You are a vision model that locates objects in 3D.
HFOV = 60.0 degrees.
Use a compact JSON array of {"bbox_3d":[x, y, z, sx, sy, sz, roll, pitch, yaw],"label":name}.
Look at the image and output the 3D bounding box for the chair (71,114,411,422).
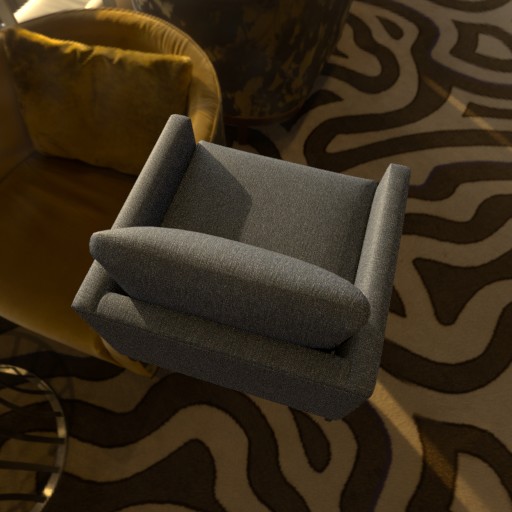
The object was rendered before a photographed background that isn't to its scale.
[{"bbox_3d":[0.000,0.000,1.646,0.963,0.861,0.866,15,63,8],"label":"chair"}]
